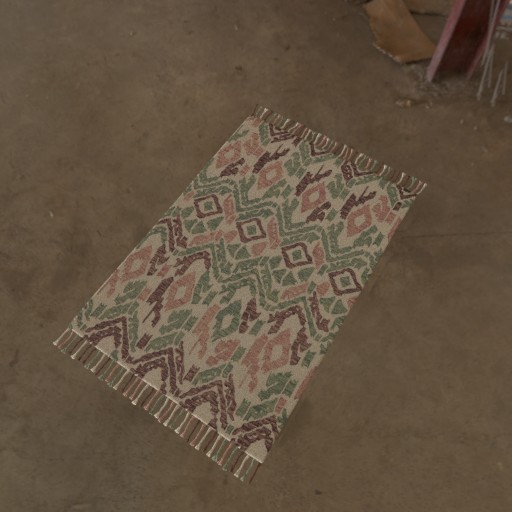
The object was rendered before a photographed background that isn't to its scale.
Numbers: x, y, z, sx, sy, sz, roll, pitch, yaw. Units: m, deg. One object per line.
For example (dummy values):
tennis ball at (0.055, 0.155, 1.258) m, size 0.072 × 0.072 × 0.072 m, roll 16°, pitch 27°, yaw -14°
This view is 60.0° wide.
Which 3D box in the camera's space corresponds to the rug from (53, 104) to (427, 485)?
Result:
rug at (0.000, 0.000, 3.066) m, size 1.524 × 0.011 × 2.438 m, roll 30°, pitch 67°, yaw 14°
